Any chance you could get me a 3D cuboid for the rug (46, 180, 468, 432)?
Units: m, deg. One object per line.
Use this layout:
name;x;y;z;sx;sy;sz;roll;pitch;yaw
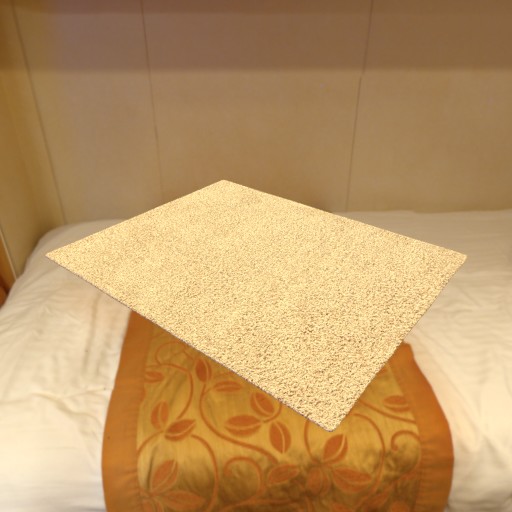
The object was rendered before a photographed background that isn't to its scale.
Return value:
rug;0.000;0.000;4.072;3.047;0.029;2.438;22;37;33
